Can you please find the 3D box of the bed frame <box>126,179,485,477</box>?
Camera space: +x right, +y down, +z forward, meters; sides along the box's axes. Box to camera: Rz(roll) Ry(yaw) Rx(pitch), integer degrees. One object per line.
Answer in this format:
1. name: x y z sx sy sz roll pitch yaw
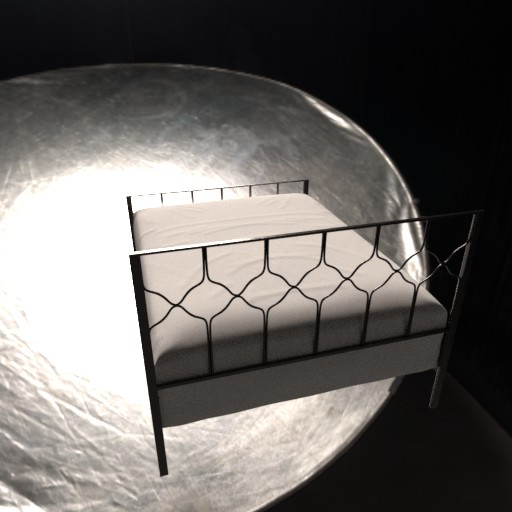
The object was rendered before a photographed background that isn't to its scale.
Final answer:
1. bed frame: 0.000 0.000 2.999 1.597 1.222 2.063 -8 28 -15
